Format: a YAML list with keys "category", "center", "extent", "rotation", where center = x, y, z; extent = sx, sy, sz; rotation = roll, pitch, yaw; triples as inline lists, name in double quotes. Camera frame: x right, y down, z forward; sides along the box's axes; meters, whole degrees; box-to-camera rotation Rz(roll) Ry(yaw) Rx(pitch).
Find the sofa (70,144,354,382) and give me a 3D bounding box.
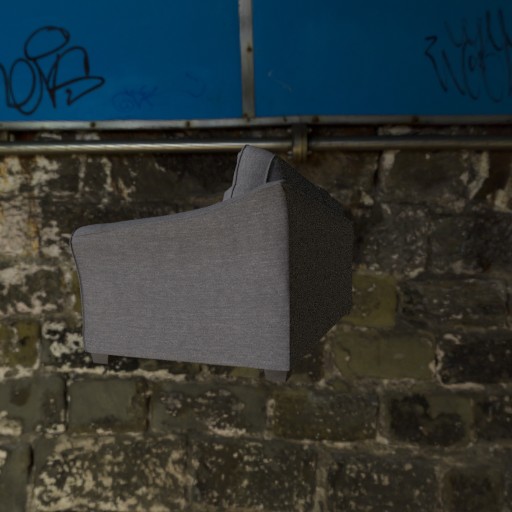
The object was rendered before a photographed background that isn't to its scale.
- category: "sofa"
  center: [0.000, 0.000, 2.785]
  extent: [0.971, 0.950, 2.270]
  rotation: [0, 0, 19]
